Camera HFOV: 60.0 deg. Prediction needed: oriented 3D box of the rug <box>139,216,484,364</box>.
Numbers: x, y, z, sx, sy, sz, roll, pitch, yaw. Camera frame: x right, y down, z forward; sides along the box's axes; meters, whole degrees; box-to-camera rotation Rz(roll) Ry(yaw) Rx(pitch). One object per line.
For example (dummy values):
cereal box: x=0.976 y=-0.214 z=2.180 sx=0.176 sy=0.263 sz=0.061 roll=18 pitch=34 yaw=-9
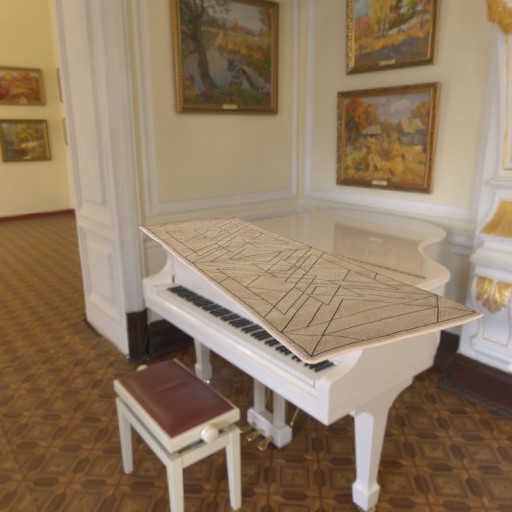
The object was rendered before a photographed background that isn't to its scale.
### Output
rug: x=0.000 y=0.000 z=2.598 sx=0.831 sy=0.036 sz=2.381 roll=-8 pitch=17 yaw=-26
